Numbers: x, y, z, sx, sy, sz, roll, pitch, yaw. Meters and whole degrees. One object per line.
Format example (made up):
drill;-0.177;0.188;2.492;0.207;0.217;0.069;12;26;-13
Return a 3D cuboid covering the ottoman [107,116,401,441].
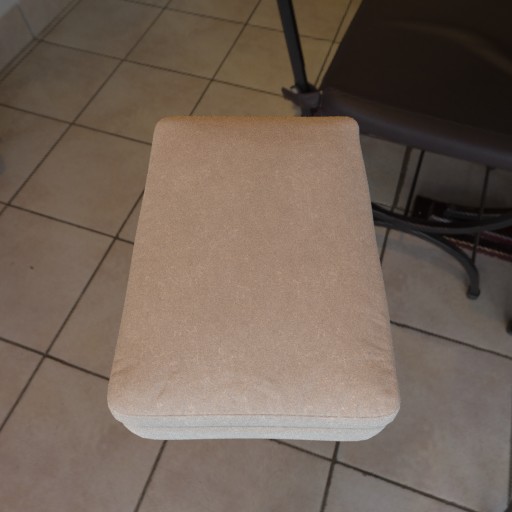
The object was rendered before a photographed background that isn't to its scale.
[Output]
ottoman;0.000;0.000;1.608;0.840;0.429;1.199;0;59;0
